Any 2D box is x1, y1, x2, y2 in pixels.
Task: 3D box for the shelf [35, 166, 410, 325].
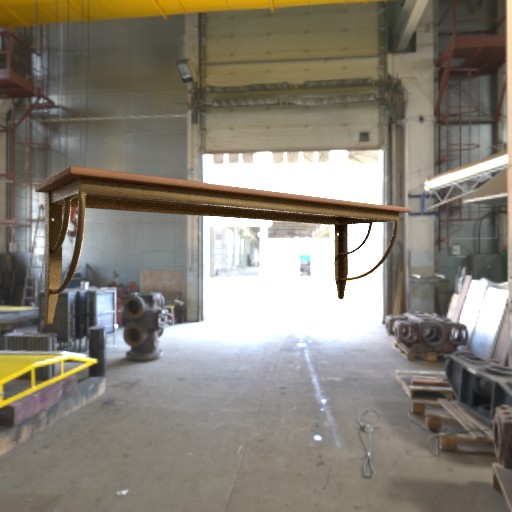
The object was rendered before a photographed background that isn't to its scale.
[{"bbox_3d":[0.000,0.000,0.735,0.636,0.190,0.166,0,0,-38],"label":"shelf"}]
